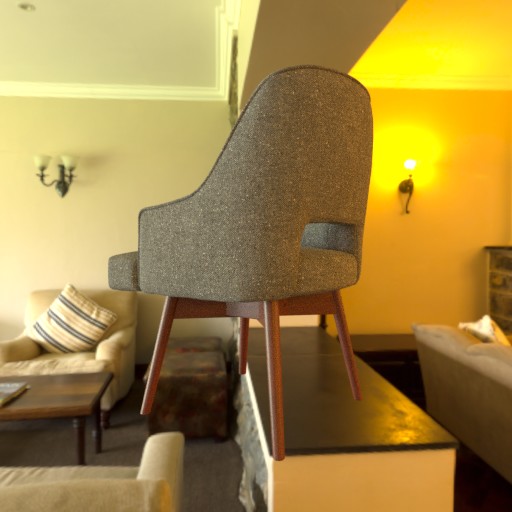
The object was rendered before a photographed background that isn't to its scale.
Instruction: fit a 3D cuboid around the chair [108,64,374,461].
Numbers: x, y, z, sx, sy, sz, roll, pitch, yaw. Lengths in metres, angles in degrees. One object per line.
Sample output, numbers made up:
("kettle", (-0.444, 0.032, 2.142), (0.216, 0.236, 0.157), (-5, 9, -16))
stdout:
("chair", (0.000, 0.000, 1.276), (0.629, 0.875, 0.608), (1, 3, 35))
